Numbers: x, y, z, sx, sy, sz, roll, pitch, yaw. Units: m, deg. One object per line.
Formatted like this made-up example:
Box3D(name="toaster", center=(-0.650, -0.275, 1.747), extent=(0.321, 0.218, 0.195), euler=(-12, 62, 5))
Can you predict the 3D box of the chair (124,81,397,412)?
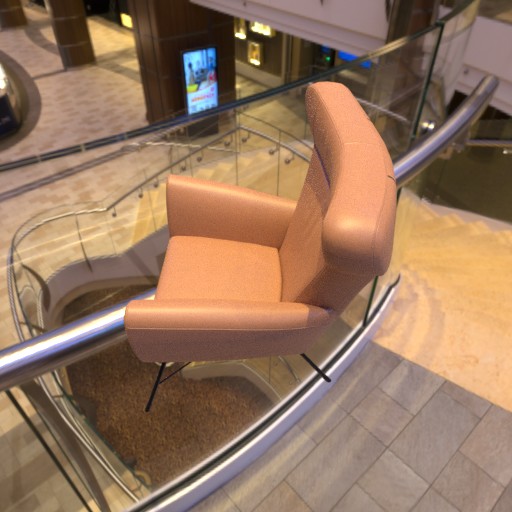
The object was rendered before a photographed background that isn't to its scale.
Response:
Box3D(name="chair", center=(0.000, 0.000, 1.747), extent=(0.900, 1.050, 0.980), euler=(1, 42, 1))
